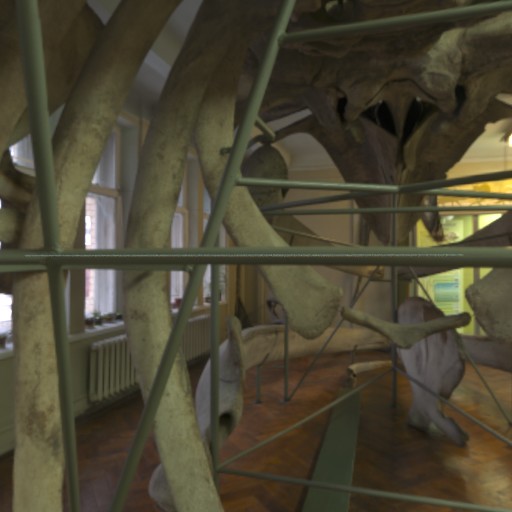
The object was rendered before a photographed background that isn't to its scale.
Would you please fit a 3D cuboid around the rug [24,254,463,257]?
[{"bbox_3d":[0.000,0.000,2.899,2.286,0.006,1.522,0,0,18],"label":"rug"}]
